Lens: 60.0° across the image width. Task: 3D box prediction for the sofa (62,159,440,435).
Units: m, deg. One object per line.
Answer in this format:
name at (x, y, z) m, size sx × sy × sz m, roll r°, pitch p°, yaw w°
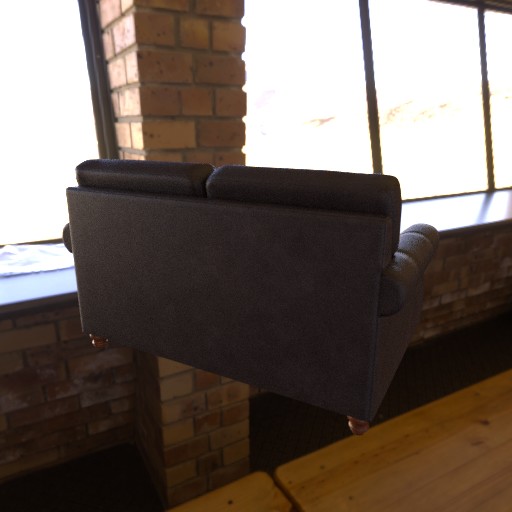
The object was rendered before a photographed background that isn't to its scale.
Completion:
sofa at (0.000, 0.000, 2.269) m, size 1.663 × 0.979 × 1.030 m, roll 9°, pitch 19°, yaw 28°
